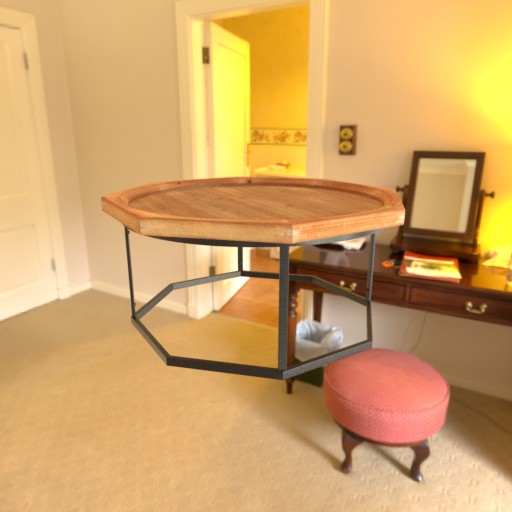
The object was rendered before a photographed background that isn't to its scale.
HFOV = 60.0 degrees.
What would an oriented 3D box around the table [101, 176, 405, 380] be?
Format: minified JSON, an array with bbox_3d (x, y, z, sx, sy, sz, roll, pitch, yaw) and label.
[{"bbox_3d":[0.000,0.000,1.553,1.002,0.444,1.002,0,17,0],"label":"table"}]
